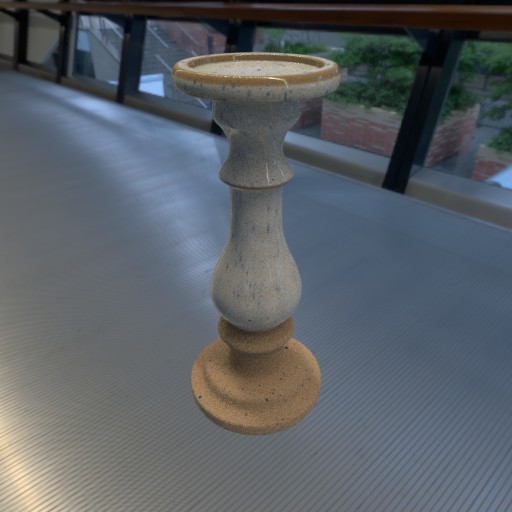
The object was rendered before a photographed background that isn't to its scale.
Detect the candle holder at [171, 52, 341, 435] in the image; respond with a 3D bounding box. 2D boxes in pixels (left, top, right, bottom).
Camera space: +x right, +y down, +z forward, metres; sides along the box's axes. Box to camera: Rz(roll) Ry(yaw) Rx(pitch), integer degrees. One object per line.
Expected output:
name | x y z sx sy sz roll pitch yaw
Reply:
candle holder | 0.000 0.000 0.251 0.088 0.203 0.088 0 31 0
